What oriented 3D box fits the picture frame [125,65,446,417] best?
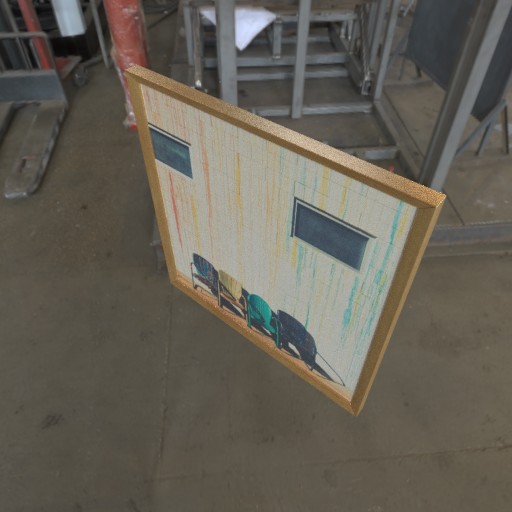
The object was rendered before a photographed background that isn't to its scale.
[{"bbox_3d":[0.000,0.000,1.136,0.758,0.761,0.037,31,54,26],"label":"picture frame"}]
